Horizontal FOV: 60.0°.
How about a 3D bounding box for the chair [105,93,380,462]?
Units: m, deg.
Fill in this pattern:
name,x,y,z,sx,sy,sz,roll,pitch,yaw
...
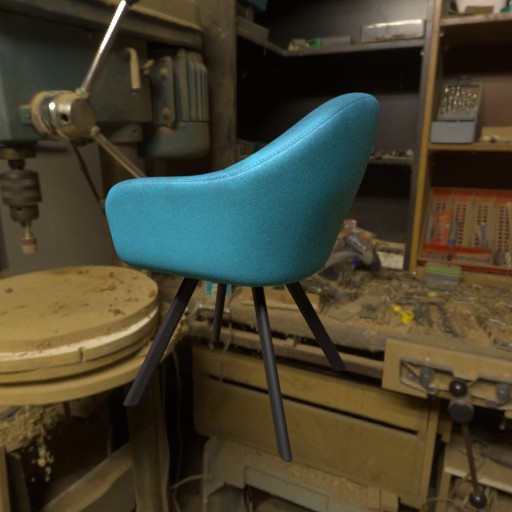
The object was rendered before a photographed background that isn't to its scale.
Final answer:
name,x,y,z,sx,sy,sz,roll,pitch,yaw
chair,0.000,0.000,1.153,0.570,0.780,0.540,8,17,26
